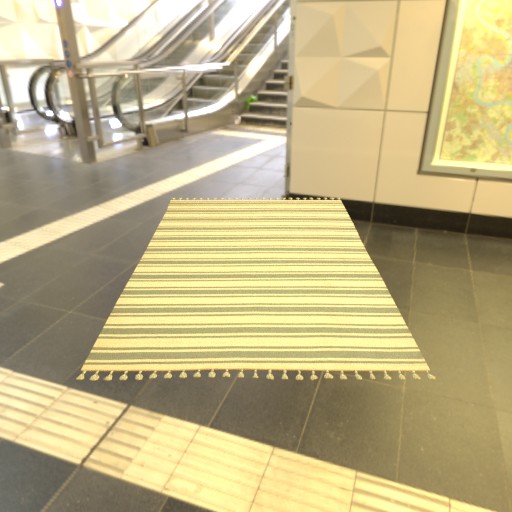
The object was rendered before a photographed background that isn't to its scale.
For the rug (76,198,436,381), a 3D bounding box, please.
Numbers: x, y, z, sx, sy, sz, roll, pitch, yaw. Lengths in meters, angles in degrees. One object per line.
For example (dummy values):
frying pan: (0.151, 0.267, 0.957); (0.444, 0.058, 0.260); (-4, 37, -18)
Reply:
rug: (0.000, 0.000, 2.968); (1.539, 0.011, 2.410); (0, 26, 0)
